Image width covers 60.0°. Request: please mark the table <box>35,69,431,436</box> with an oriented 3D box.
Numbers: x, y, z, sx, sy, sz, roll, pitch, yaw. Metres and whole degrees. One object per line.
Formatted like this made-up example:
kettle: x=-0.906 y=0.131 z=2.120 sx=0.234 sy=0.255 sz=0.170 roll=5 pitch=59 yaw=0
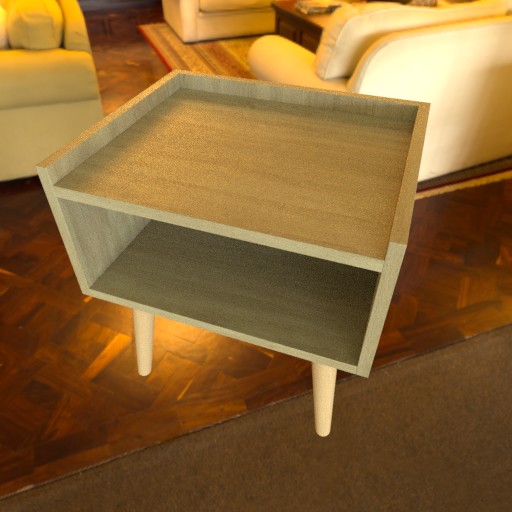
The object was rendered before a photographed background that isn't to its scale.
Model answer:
table: x=0.000 y=0.000 z=0.779 sx=0.450 sy=0.470 sz=0.370 roll=14 pitch=43 yaw=15
